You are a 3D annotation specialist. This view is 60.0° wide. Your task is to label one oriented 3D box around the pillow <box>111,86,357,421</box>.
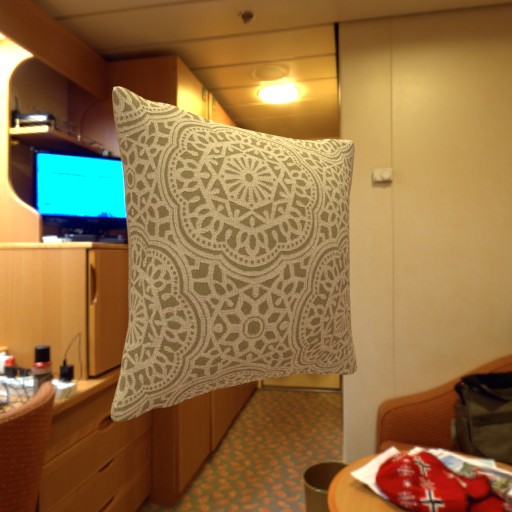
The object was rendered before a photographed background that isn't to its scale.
[{"bbox_3d":[0.000,0.000,0.675,0.438,0.421,0.167,0,-1,-35],"label":"pillow"}]
